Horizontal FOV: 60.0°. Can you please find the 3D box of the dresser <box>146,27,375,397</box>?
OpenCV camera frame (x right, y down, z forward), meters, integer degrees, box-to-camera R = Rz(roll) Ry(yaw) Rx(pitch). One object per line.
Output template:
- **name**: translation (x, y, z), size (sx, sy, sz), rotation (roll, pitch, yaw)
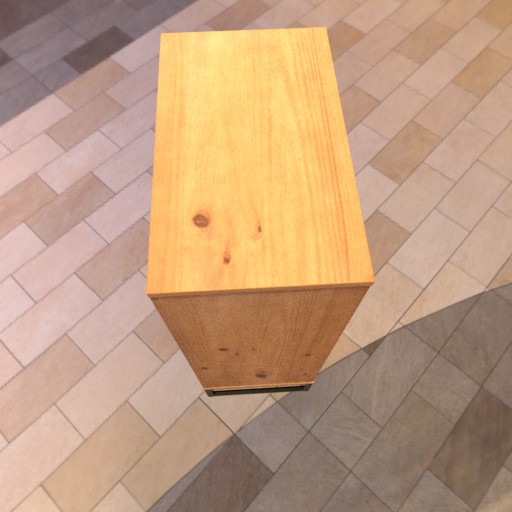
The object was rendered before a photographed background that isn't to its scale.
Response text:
- **dresser**: translation (0.000, 0.000, 1.591), size (0.479, 1.240, 0.761), rotation (-3, 64, -1)
